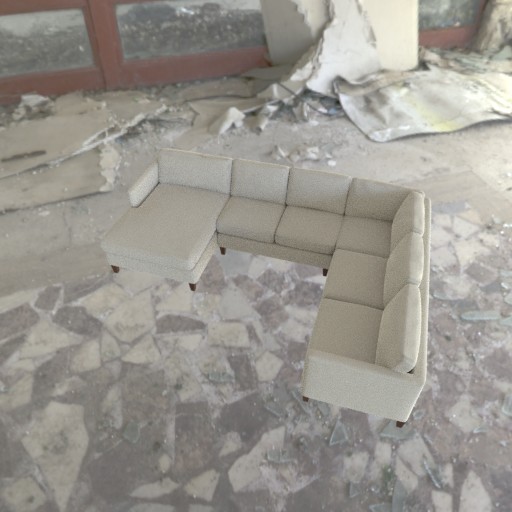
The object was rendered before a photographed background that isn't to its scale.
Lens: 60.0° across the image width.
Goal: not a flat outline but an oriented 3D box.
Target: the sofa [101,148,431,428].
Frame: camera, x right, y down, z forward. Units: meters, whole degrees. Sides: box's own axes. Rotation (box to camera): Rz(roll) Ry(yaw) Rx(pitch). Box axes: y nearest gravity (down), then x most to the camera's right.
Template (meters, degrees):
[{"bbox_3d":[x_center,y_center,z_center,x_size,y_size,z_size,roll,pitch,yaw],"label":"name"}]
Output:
[{"bbox_3d":[0.000,0.000,4.741,3.459,0.956,2.593,12,44,12],"label":"sofa"}]
